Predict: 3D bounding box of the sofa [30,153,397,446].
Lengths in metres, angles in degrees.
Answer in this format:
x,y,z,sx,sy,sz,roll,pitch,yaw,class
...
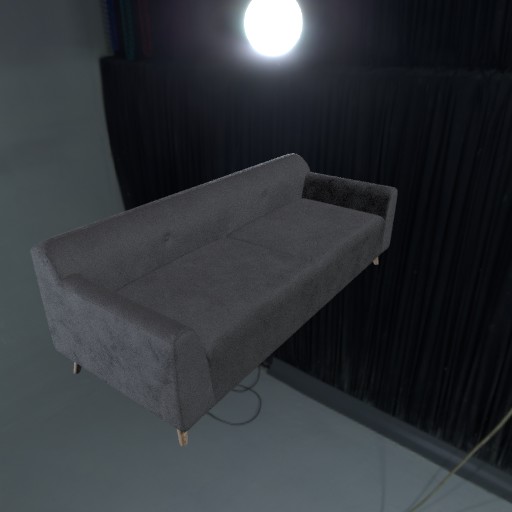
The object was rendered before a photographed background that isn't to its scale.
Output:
x,y,z,sx,sy,sz,roll,pitch,yaw,class
0.000,0.000,2.658,0.900,0.740,2.190,18,31,32,sofa
